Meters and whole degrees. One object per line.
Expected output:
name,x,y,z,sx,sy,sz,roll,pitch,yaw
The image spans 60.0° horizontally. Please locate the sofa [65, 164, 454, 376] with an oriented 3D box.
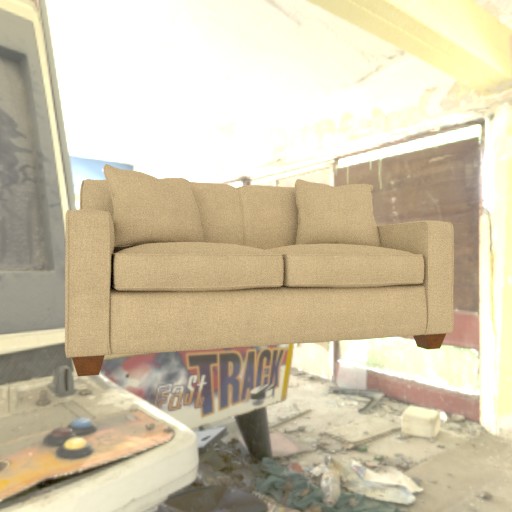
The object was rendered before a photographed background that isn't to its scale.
sofa,0.000,0.000,2.411,1.846,0.958,0.998,0,0,-18
